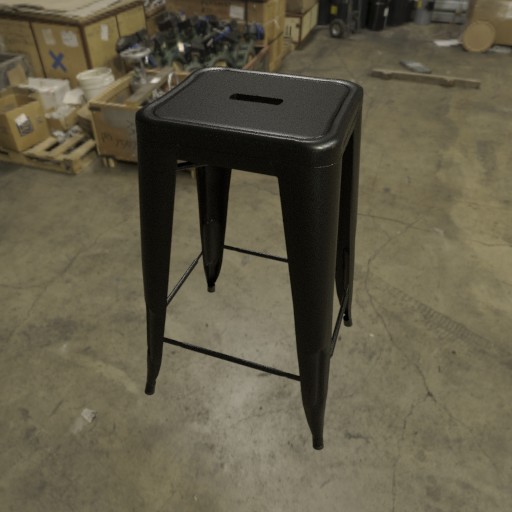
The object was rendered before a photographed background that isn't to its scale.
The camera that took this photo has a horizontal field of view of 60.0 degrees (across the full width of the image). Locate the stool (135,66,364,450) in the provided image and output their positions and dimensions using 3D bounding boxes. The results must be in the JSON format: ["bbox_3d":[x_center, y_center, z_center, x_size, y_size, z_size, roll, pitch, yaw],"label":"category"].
[{"bbox_3d":[0.000,0.000,0.849,0.399,0.609,0.359,12,41,14],"label":"stool"}]
